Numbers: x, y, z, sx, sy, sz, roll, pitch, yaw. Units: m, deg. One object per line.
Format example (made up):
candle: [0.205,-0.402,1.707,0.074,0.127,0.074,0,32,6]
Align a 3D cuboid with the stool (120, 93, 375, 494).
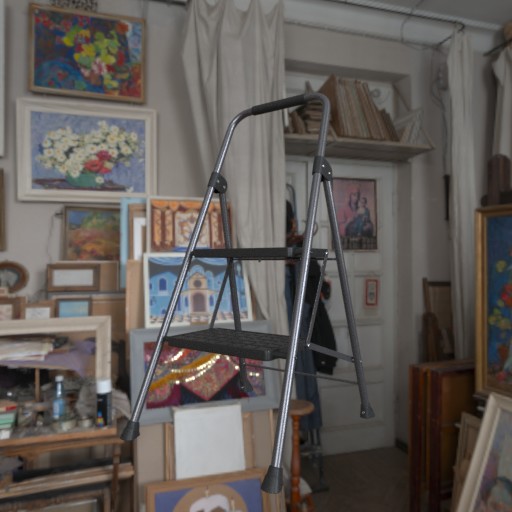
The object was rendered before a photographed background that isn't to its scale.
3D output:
stool: [0.000,0.000,1.142,0.450,0.872,0.514,0,-1,35]
